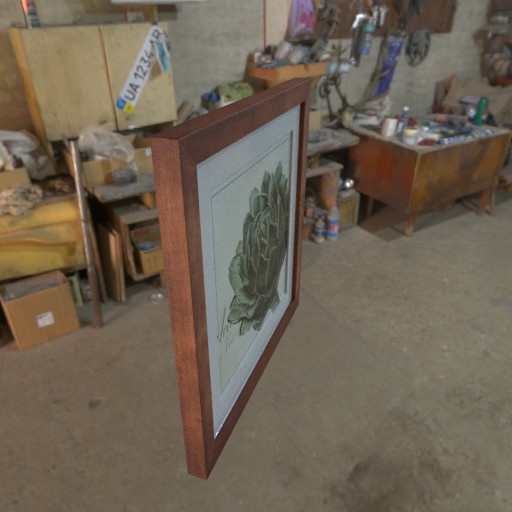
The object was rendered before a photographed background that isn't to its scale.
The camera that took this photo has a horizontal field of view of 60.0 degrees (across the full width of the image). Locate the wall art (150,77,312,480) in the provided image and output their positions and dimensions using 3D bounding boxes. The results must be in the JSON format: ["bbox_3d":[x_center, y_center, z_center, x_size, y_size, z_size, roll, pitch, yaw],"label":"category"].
[{"bbox_3d":[0.000,0.000,0.842,0.037,0.572,0.554,10,30,18],"label":"wall art"}]
